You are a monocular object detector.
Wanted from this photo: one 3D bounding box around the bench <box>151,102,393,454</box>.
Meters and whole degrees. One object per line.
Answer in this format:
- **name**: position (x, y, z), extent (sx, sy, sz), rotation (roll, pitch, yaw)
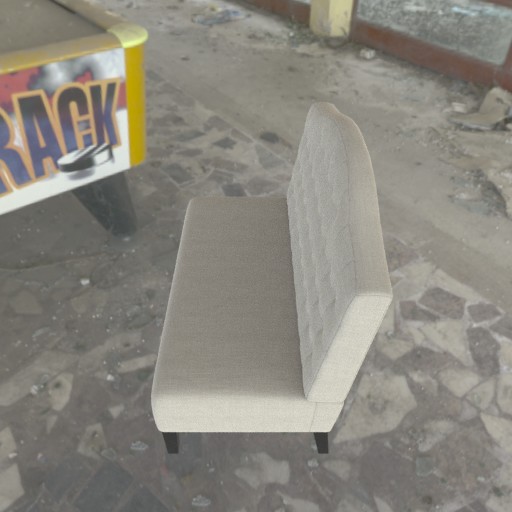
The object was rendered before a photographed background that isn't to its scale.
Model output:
- **bench**: position (0.000, 0.000, 2.038), extent (0.815, 1.180, 1.335), rotation (0, 42, 0)
